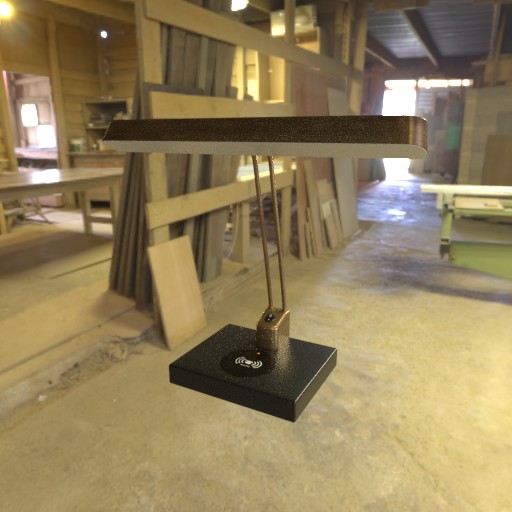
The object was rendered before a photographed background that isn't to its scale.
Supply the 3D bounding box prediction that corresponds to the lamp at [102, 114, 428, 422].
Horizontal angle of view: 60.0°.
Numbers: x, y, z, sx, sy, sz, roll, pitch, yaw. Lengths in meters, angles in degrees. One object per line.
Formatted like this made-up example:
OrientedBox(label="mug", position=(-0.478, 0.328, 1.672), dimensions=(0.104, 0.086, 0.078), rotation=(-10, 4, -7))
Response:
OrientedBox(label="lamp", position=(0.000, 0.000, 0.583), dimensions=(0.412, 0.345, 0.156), rotation=(8, 17, 27))
